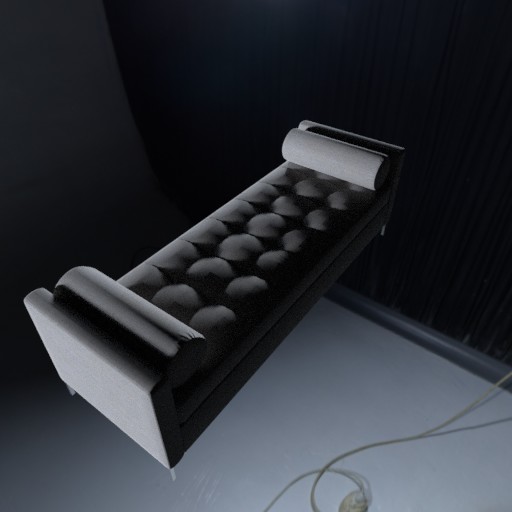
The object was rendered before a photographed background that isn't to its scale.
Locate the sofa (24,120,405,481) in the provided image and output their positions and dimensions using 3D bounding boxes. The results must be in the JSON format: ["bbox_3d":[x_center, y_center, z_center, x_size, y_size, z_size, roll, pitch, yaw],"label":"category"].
[{"bbox_3d":[0.000,0.000,2.270,0.686,0.635,1.981,26,47,27],"label":"sofa"}]
